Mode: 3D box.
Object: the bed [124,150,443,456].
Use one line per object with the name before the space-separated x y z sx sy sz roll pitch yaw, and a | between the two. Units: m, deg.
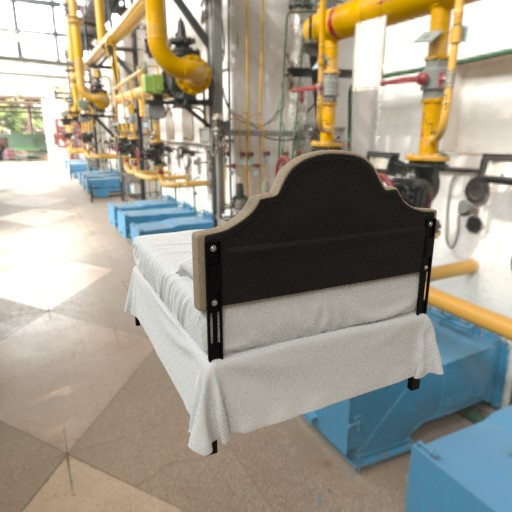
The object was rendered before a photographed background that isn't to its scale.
bed | 0.000 0.000 3.400 1.780 1.634 2.222 -7 17 -25
